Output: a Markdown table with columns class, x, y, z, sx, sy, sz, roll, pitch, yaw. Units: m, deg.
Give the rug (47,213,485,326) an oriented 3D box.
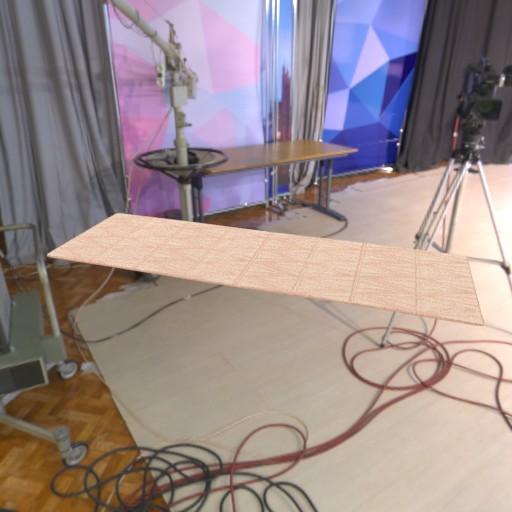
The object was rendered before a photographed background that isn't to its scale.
| class | x | y | z | sx | sy | sz | roll | pitch | yaw |
| --- | --- | --- | --- | --- | --- | --- | --- | --- | --- |
| rug | 0.000 | 0.000 | 2.675 | 2.435 | 0.015 | 0.760 | 8 | 27 | 16 |
